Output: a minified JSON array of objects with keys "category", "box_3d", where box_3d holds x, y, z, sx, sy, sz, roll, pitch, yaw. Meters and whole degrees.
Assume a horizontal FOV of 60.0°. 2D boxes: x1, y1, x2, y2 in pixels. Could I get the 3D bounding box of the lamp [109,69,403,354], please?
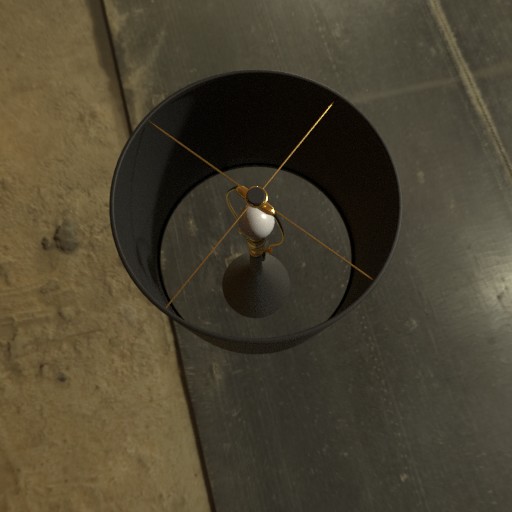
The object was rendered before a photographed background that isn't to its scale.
[{"category":"lamp","box_3d":[0.000,0.000,0.823,0.359,0.584,0.359,36,78,9]}]
